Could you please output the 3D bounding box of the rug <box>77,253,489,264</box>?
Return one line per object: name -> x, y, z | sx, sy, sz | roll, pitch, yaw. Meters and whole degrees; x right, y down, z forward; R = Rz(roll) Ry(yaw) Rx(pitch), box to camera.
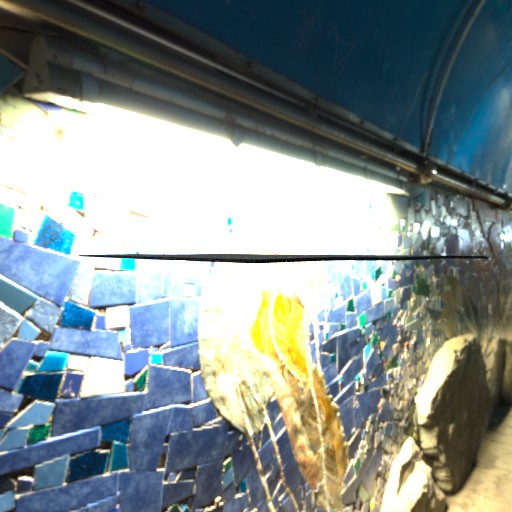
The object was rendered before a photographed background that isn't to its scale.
rug -> 0.000, 0.000, 4.749 | 2.716, 0.035, 3.612 | -1, 1, -37
